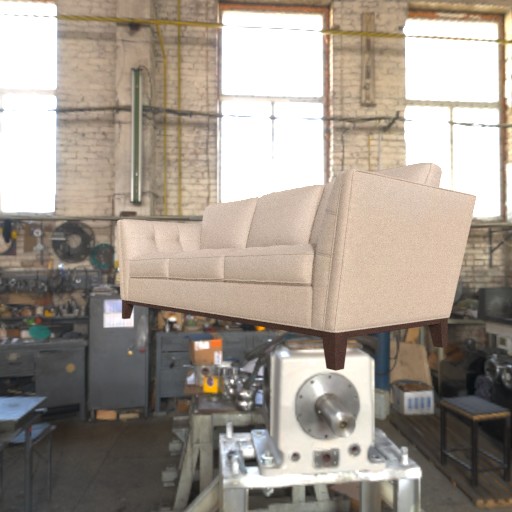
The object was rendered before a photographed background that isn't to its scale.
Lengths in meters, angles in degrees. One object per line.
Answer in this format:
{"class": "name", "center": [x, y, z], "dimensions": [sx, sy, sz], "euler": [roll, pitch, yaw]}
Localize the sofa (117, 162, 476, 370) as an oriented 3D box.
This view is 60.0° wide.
{"class": "sofa", "center": [0.000, 0.000, 2.865], "dimensions": [0.965, 0.940, 2.388], "euler": [1, -2, -38]}
